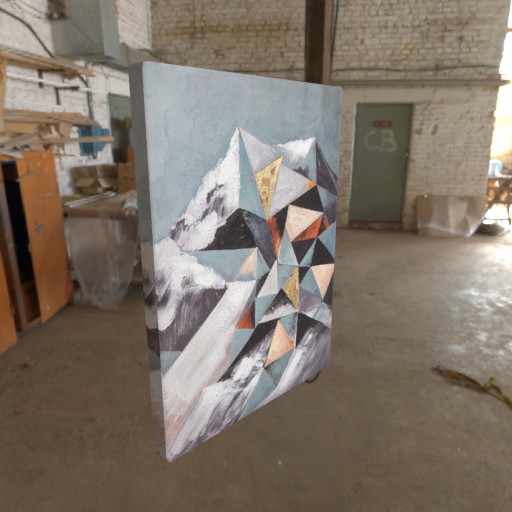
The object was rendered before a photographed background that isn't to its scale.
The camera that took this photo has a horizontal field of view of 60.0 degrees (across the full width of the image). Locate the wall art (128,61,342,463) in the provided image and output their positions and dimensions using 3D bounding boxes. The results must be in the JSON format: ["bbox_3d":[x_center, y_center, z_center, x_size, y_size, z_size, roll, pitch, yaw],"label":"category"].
[{"bbox_3d":[0.000,0.000,0.816,0.037,0.613,0.455,14,21,42],"label":"wall art"}]
